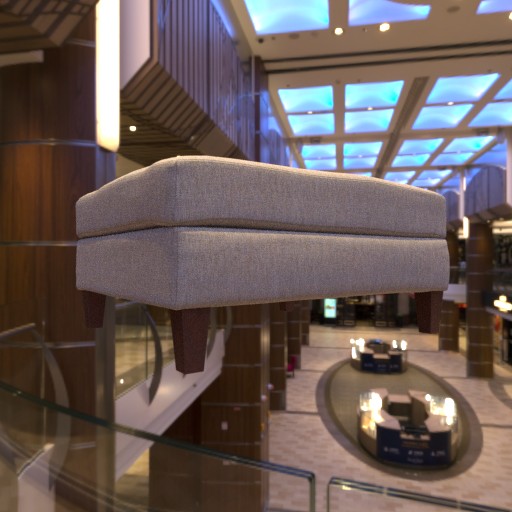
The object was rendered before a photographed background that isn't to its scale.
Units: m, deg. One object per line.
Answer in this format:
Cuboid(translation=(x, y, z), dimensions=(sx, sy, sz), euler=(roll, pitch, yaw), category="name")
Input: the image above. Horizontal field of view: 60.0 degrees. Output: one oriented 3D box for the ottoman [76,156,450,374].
Cuboid(translation=(0.000, 0.000, 1.476), dimensions=(0.976, 0.492, 0.836), euler=(0, 0, -35), category="ottoman")
